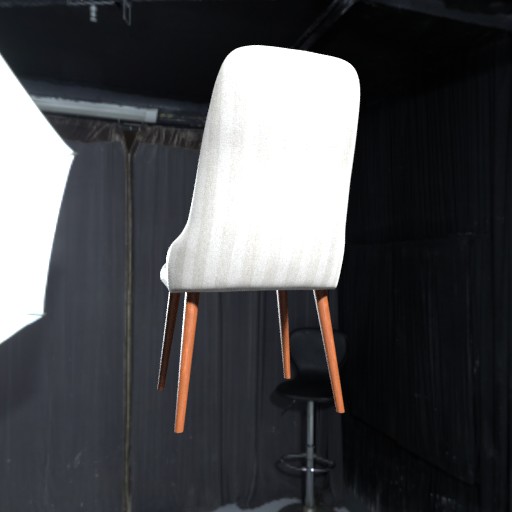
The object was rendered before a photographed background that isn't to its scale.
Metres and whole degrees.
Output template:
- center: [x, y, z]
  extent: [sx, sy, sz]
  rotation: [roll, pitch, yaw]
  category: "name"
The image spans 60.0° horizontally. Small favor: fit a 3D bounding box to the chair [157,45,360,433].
- center: [0.000, 0.000, 1.305]
  extent: [0.526, 0.917, 0.684]
  rotation: [0, -1, -19]
  category: "chair"
